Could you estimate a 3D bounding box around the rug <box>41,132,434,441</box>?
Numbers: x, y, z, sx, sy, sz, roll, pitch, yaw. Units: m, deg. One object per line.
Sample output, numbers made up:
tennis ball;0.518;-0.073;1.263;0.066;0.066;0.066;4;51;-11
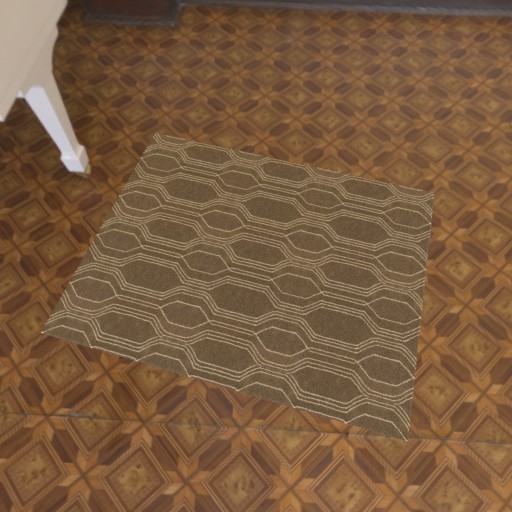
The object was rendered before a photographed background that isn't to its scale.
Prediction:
rug;0.000;0.000;4.118;3.062;0.012;2.457;14;60;8
